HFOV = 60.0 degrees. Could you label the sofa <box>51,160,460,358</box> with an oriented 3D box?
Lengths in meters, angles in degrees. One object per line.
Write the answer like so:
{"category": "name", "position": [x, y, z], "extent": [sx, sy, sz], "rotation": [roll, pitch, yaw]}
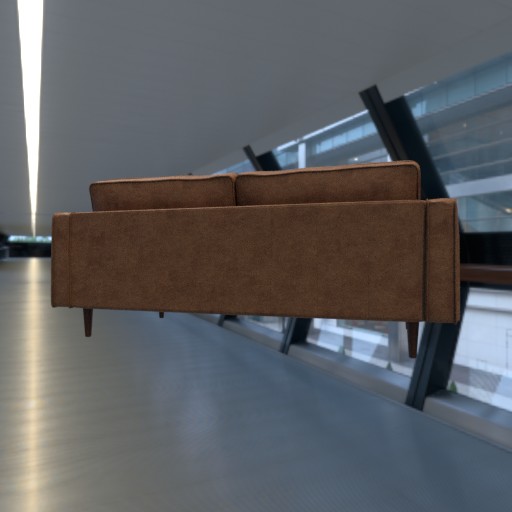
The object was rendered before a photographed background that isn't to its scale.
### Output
{"category": "sofa", "position": [0.000, 0.000, 2.379], "extent": [1.920, 0.825, 0.924], "rotation": [0, 0, 18]}
